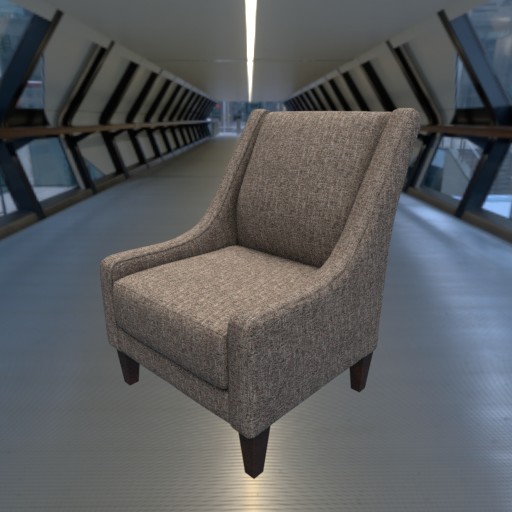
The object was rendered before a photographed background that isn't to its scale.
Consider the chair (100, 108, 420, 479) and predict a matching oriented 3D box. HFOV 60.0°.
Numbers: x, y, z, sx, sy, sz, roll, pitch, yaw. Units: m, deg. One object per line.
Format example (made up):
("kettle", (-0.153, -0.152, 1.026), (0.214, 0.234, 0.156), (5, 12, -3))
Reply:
("chair", (0.000, 0.000, 1.602), (0.774, 1.014, 0.870), (16, 24, 41))
